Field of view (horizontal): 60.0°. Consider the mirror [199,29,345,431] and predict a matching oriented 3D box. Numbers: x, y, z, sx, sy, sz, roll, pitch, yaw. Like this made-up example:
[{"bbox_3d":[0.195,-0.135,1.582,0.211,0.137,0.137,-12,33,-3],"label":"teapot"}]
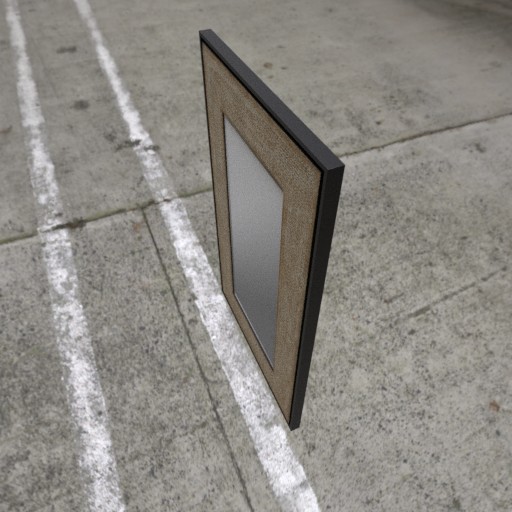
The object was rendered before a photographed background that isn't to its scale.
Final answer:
[{"bbox_3d":[0.000,0.000,1.519,0.038,1.219,0.762,-18,49,-16],"label":"mirror"}]
